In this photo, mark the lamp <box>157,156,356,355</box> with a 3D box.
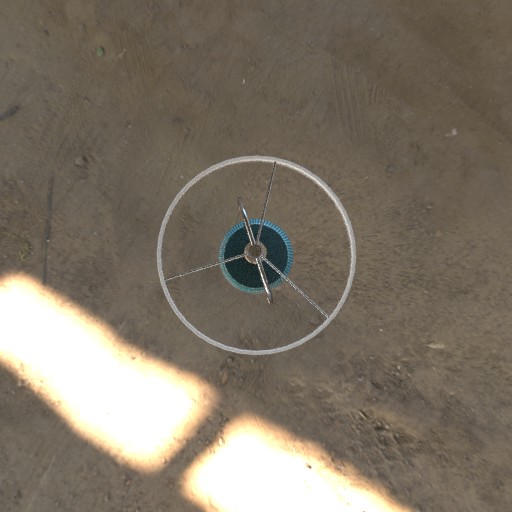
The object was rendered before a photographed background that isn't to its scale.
[{"bbox_3d":[0.000,0.000,0.821,0.355,0.582,0.355,0,90,0],"label":"lamp"}]
